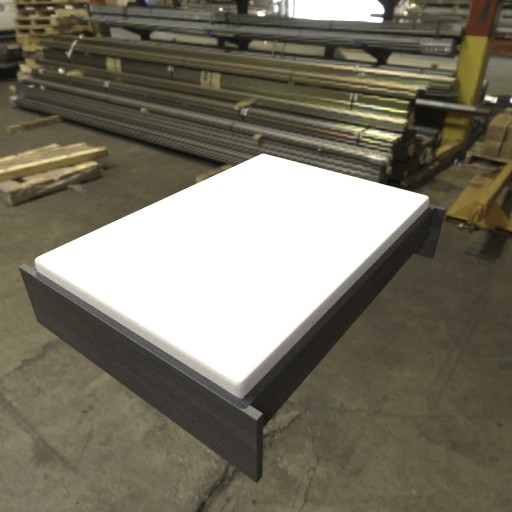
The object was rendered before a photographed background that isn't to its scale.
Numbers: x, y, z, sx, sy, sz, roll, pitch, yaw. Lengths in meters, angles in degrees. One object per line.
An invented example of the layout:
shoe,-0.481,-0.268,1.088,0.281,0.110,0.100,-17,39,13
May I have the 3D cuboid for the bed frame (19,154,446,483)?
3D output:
bed frame,0.000,0.000,2.558,1.490,0.432,1.950,22,39,31
